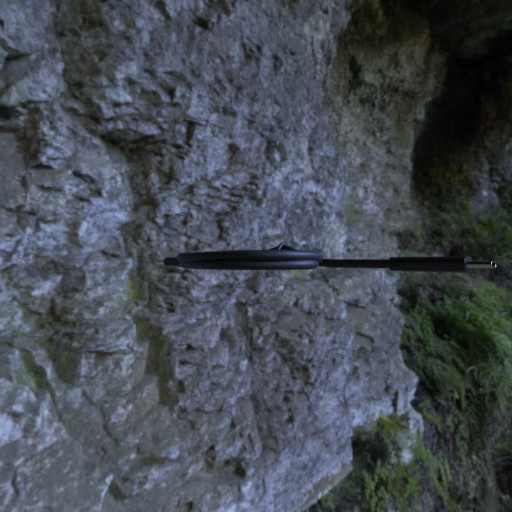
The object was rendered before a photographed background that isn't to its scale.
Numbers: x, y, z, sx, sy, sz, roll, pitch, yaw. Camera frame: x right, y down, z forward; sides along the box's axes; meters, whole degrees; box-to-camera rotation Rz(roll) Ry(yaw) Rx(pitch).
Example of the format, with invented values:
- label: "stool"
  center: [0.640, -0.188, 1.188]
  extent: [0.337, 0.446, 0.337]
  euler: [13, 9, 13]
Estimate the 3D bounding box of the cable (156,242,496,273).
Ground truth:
- label: "cable"
  center: [0.000, 0.000, 0.202]
  extent: [0.186, 0.014, 0.070]
  euler: [0, 0, 36]
